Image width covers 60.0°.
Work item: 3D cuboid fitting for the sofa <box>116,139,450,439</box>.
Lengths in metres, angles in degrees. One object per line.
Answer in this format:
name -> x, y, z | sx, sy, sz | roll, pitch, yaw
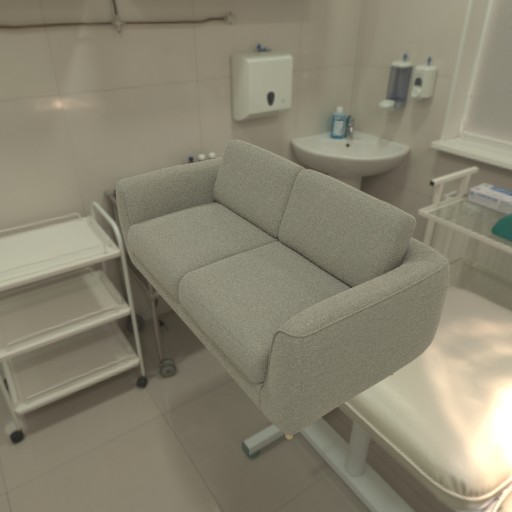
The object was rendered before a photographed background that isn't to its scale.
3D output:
sofa -> 0.000, 0.000, 2.254 | 0.920, 0.850, 1.700 | -19, 35, -29
